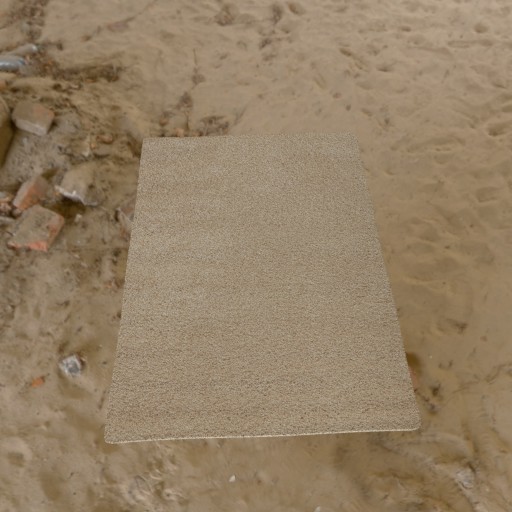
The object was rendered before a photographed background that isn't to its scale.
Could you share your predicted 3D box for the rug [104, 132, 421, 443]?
[{"bbox_3d":[0.000,0.000,2.087,1.199,0.025,1.600,-2,58,-1],"label":"rug"}]
